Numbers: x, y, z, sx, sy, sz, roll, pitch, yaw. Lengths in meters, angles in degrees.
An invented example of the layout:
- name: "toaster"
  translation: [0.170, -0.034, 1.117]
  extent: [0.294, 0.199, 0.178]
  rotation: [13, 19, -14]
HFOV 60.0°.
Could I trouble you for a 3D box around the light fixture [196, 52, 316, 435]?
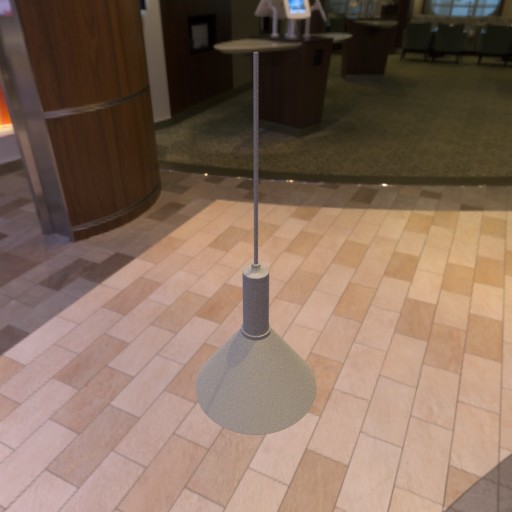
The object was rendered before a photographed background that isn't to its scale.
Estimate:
- name: "light fixture"
  translation: [0.000, 0.000, 0.812]
  extent: [0.267, 0.683, 0.267]
  rotation: [-11, 33, -17]
